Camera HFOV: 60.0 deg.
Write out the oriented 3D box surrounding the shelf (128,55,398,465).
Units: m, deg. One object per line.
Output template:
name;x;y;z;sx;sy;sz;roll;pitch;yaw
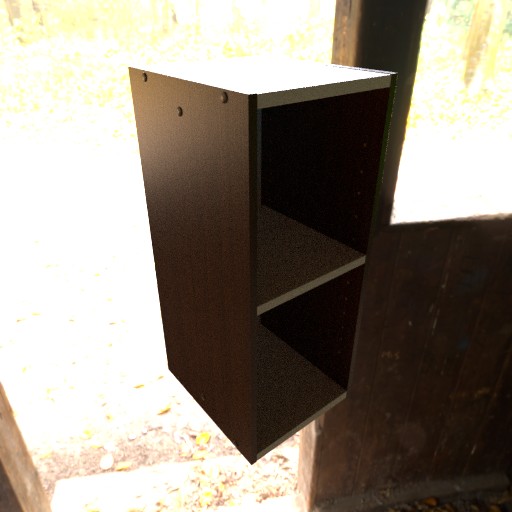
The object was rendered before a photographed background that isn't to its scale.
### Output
shelf;0.000;0.000;0.767;0.253;0.600;0.290;-22;36;-33
